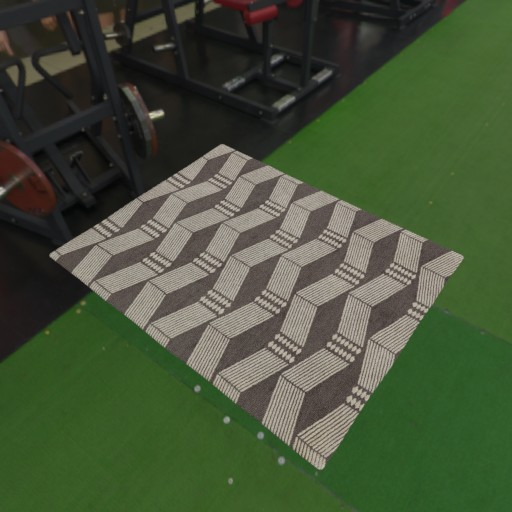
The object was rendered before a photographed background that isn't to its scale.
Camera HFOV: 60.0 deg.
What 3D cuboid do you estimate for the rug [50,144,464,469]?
[{"bbox_3d":[0.000,0.000,4.153,3.048,0.016,2.438,30,54,26],"label":"rug"}]
